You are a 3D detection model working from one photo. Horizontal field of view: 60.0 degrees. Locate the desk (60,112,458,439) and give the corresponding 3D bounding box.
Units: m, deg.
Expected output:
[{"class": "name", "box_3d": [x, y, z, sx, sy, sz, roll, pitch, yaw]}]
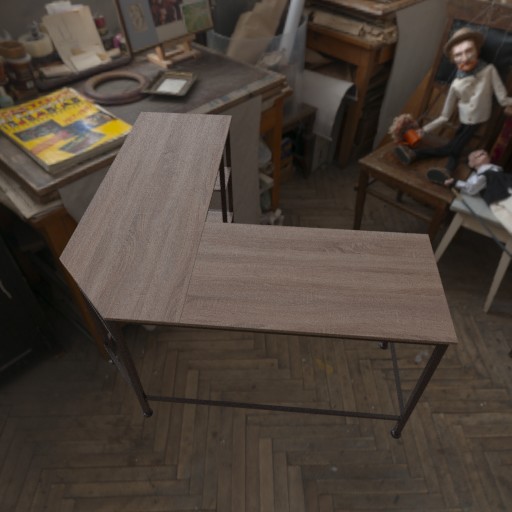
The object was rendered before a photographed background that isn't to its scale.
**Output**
[{"class": "desk", "box_3d": [0.000, 0.000, 2.163, 1.379, 0.739, 1.379, 3, 45, 3]}]
